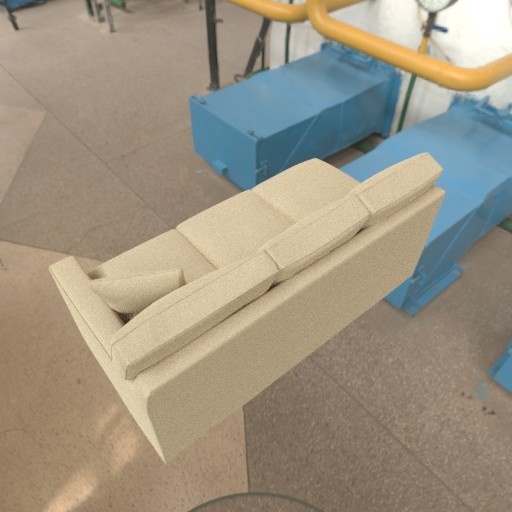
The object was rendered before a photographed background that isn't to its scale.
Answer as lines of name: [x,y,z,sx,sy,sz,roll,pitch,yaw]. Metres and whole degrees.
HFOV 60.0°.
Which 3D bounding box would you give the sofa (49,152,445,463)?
sofa: [0.000,0.000,2.545,1.963,0.946,1.034,-30,53,-26]
